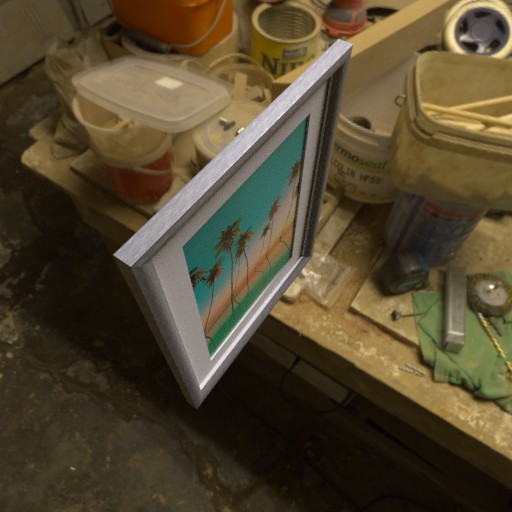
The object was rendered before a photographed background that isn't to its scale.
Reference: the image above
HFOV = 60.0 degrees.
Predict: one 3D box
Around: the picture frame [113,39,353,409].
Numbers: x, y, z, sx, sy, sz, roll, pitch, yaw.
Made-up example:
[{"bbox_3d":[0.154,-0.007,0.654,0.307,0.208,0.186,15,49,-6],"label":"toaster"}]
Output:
[{"bbox_3d":[0.000,0.000,0.771,0.029,0.559,0.454,31,62,18],"label":"picture frame"}]
